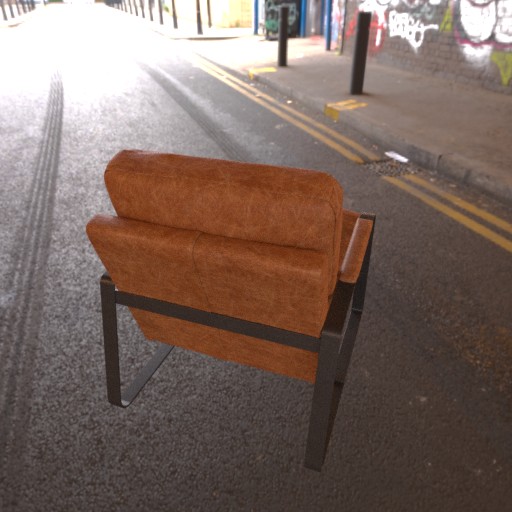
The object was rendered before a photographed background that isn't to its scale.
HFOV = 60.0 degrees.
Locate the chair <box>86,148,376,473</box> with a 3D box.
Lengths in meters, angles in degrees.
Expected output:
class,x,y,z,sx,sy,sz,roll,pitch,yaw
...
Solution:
class,x,y,z,sx,sy,sz,roll,pitch,yaw
chair,0.000,0.000,1.373,0.651,0.777,0.801,11,33,17
